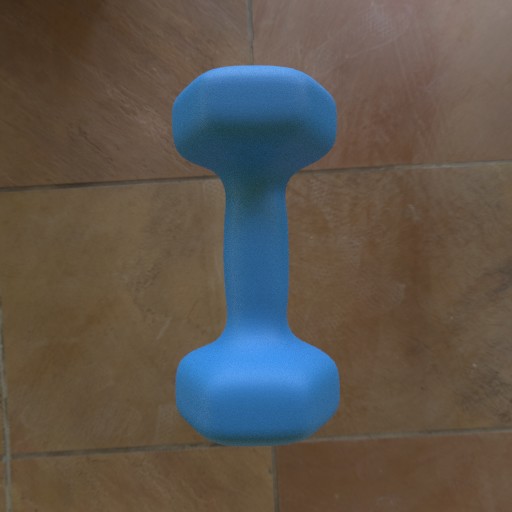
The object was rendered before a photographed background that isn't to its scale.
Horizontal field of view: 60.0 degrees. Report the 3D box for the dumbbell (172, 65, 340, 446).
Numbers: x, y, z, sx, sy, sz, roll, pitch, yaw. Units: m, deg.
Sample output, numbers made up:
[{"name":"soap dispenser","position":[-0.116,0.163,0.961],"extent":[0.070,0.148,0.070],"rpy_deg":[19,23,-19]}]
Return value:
[{"name":"dumbbell","position":[0.000,0.000,0.195],"extent":[0.074,0.066,0.152],"rpy_deg":[0,90,0]}]
